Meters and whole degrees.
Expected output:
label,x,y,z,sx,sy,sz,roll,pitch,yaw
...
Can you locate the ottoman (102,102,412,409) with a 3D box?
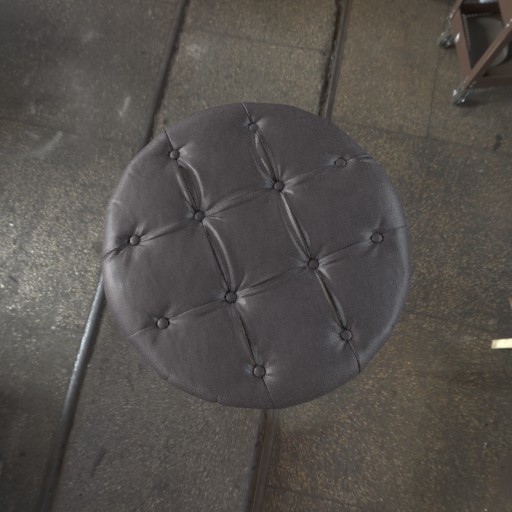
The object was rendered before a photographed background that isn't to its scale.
label,x,y,z,sx,sy,sz,roll,pitch,yaw
ottoman,0.000,0.000,1.404,0.901,0.439,0.901,0,76,0
